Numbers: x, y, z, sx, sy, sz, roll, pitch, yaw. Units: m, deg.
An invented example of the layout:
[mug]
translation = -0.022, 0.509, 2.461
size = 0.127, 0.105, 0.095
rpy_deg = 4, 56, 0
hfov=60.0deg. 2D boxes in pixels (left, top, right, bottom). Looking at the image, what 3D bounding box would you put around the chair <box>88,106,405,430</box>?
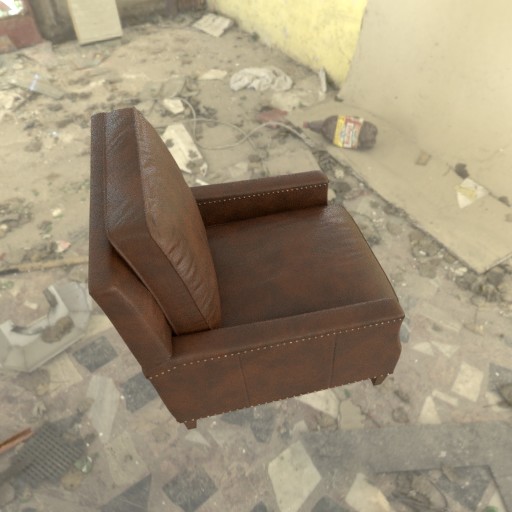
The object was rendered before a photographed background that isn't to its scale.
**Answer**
[chair]
translation = 0.000, 0.000, 1.743
size = 1.035, 1.054, 0.854
rpy_deg = -10, 48, -9
